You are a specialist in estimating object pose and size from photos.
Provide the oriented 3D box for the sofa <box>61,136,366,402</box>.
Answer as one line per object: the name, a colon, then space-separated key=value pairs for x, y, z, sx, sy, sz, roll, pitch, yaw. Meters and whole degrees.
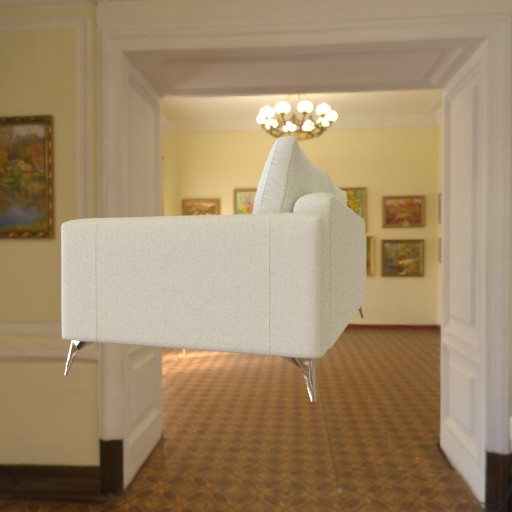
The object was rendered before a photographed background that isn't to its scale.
sofa: x=0.000 y=0.000 z=2.130 sx=0.920 sy=0.790 sz=1.650 roll=0 pitch=1 yaw=18
